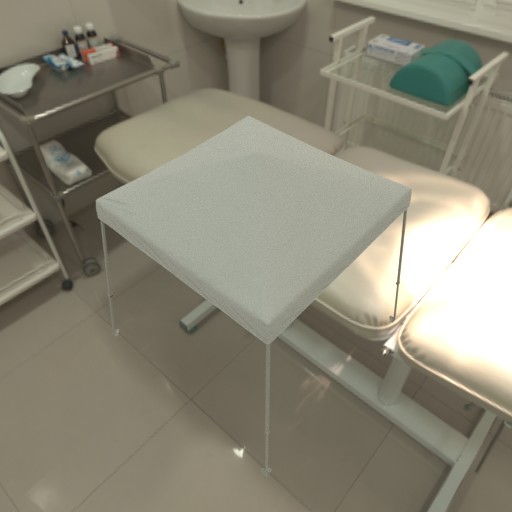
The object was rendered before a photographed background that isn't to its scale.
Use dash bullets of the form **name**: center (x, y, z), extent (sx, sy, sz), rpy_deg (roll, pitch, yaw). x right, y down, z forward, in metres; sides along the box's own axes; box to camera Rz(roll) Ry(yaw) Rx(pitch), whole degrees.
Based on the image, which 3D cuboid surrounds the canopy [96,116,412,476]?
- **canopy**: center (0.000, 0.000, 5.272), extent (2.849, 2.849, 2.848), rpy_deg (33, 54, 28)
